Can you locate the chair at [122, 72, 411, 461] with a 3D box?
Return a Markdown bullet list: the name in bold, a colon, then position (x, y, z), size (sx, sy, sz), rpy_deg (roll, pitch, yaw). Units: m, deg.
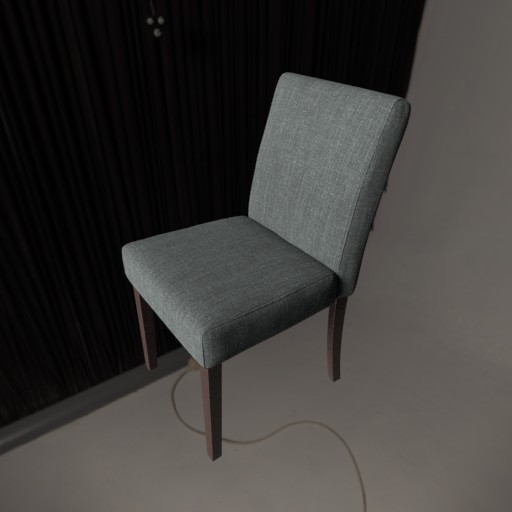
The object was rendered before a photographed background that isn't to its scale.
- **chair**: position (0.000, 0.000, 1.272), size (0.629, 0.884, 0.487), rpy_deg (-21, 37, -30)
